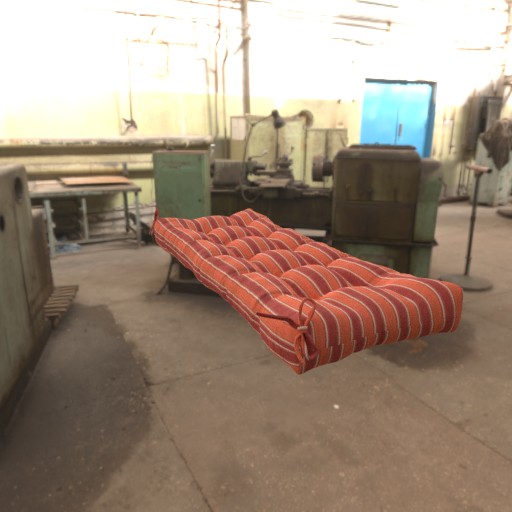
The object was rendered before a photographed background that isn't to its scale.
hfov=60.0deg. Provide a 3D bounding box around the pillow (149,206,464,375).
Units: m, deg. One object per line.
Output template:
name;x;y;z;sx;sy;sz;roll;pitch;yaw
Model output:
pillow;0.000;0.000;1.377;0.511;0.174;1.194;-8;18;-25
